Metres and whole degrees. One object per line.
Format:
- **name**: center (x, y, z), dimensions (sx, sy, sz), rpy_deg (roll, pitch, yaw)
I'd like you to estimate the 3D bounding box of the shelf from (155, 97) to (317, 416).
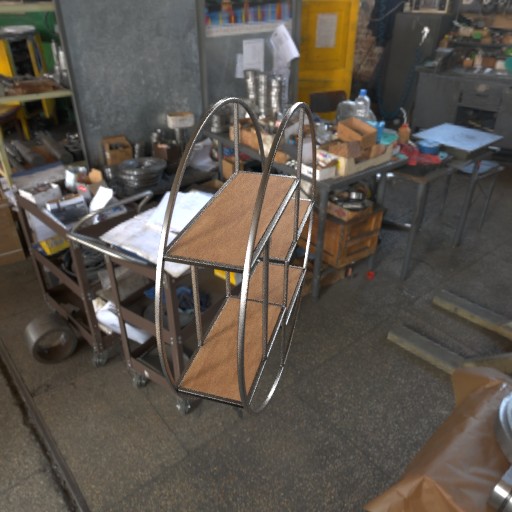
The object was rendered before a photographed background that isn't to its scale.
- **shelf**: center (0.000, 0.000, 1.335), dimensions (0.202, 0.888, 0.888), rpy_deg (9, 33, 14)
